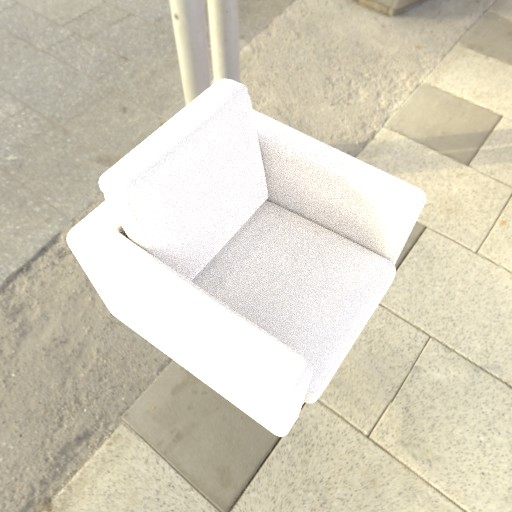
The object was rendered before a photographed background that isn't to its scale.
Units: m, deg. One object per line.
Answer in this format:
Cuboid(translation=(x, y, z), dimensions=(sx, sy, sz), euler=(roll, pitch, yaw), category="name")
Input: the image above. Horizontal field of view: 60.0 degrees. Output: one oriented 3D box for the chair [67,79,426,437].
Cuboid(translation=(0.000, 0.000, 1.584), dimensions=(0.879, 0.899, 0.831), euler=(31, 62, 19), category="chair")
